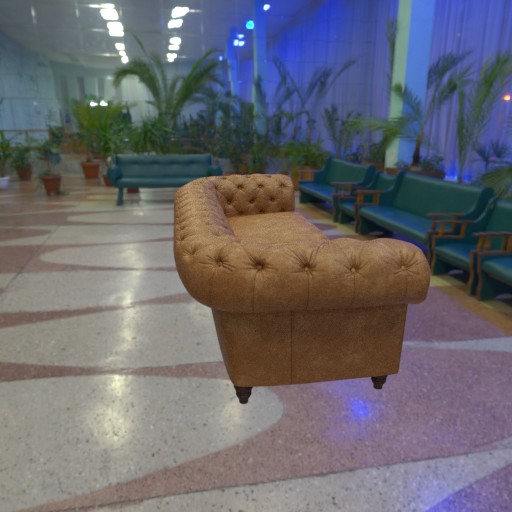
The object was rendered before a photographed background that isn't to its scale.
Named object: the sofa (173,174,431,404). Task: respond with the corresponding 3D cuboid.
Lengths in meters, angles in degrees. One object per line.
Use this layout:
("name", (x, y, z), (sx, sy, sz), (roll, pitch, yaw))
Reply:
("sofa", (0.000, 0.000, 2.778), (0.989, 0.760, 2.365), (-3, 18, -9))
